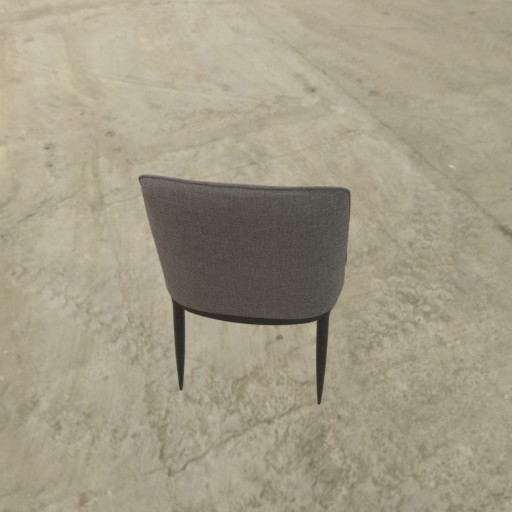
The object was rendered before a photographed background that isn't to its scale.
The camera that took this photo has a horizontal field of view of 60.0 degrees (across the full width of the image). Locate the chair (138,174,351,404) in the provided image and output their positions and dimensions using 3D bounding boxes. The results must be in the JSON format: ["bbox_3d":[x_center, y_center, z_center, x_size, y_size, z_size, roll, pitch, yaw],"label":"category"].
[{"bbox_3d":[0.000,0.000,1.191,0.488,0.855,0.550,4,46,4],"label":"chair"}]
